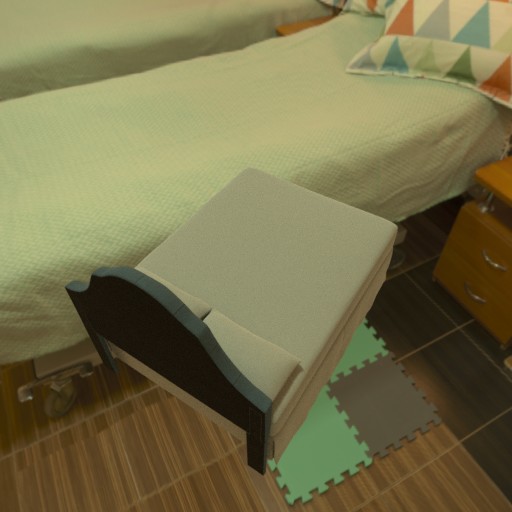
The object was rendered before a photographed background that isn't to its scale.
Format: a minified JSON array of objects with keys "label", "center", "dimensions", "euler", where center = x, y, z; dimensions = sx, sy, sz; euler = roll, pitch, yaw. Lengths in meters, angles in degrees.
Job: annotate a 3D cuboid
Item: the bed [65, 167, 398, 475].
[{"label":"bed","center":[0.000,0.000,3.335],"dimensions":[1.636,1.575,2.155],"euler":[26,53,22]}]
